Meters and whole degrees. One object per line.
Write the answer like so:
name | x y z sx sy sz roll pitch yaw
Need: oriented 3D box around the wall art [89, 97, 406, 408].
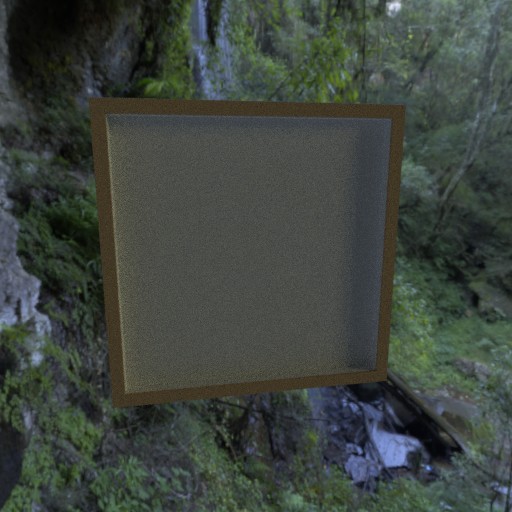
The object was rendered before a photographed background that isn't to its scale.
wall art | 0.000 0.000 0.924 0.612 0.612 0.038 -2 13 -11
